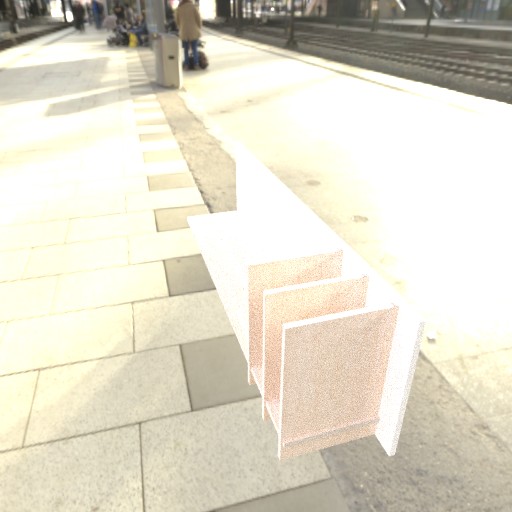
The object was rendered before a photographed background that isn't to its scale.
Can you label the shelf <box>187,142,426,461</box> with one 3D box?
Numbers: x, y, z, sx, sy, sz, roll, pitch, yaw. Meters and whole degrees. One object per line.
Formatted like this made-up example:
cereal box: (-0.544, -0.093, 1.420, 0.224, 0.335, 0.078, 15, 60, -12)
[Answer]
shelf: (0.000, 0.000, 1.115, 0.200, 0.300, 1.020, -9, 31, -15)
